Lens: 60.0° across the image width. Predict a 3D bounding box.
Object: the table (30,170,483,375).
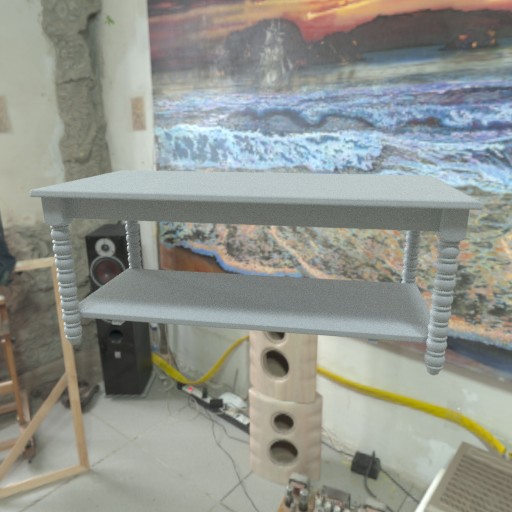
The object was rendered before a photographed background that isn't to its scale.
[{"bbox_3d":[0.000,0.000,1.461,1.171,0.487,0.580,3,17,9],"label":"table"}]
